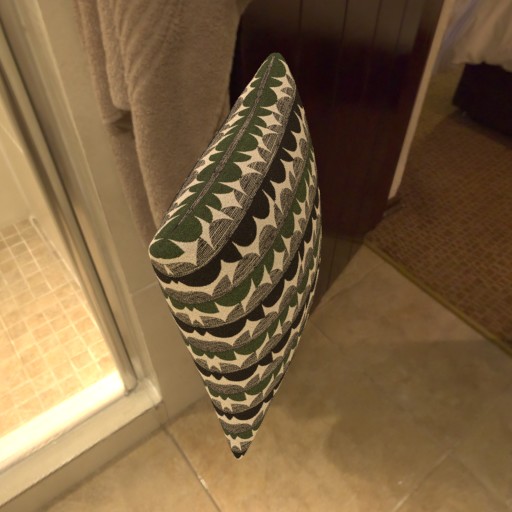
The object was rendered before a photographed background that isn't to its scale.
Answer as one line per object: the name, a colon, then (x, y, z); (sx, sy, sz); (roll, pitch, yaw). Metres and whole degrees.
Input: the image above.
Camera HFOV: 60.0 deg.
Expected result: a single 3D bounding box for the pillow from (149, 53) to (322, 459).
pillow: (0.000, 0.000, 0.628); (0.180, 0.404, 0.419); (11, 47, 10)
